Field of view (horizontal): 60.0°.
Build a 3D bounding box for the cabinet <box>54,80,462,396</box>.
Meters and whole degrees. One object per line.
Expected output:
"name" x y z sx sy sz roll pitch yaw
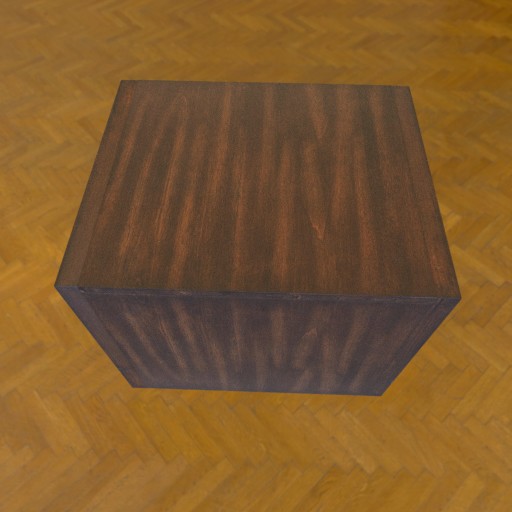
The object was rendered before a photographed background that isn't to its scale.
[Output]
"cabinet" 0.000 0.000 0.827 0.500 0.455 0.402 2 57 1
